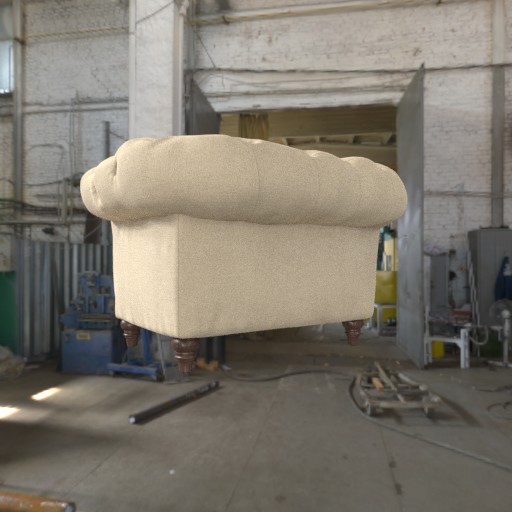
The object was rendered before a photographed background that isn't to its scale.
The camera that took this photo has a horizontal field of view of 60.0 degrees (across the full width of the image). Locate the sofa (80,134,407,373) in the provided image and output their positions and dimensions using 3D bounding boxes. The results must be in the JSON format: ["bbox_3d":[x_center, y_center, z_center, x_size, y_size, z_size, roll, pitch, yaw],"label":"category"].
[{"bbox_3d":[0.000,0.000,2.059,1.405,0.878,1.034,0,0,-35],"label":"sofa"}]
